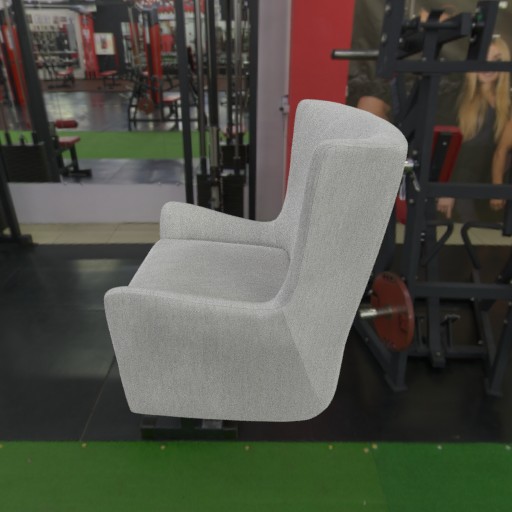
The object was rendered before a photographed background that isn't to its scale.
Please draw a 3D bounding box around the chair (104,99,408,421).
[{"bbox_3d":[0.000,0.000,1.622,0.904,1.000,0.779,1,27,2],"label":"chair"}]
